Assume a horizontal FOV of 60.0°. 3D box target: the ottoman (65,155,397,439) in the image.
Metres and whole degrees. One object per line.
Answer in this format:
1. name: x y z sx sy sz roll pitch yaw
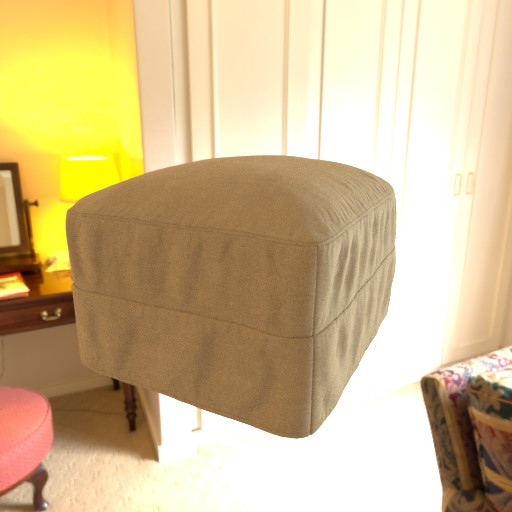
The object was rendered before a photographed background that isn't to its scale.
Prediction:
1. ottoman: 0.000 0.000 1.088 0.584 0.480 0.712 8 17 26
